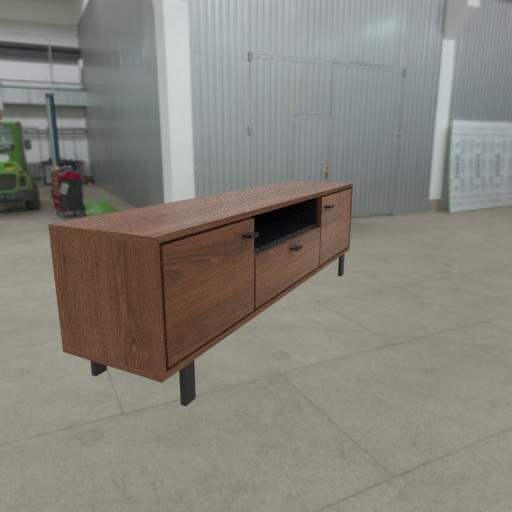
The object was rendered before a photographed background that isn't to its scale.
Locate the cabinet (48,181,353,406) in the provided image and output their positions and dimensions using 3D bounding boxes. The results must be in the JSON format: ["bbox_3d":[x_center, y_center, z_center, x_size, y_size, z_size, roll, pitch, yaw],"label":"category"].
[{"bbox_3d":[0.000,0.000,1.879,0.400,0.500,1.650,7,16,27],"label":"cabinet"}]
